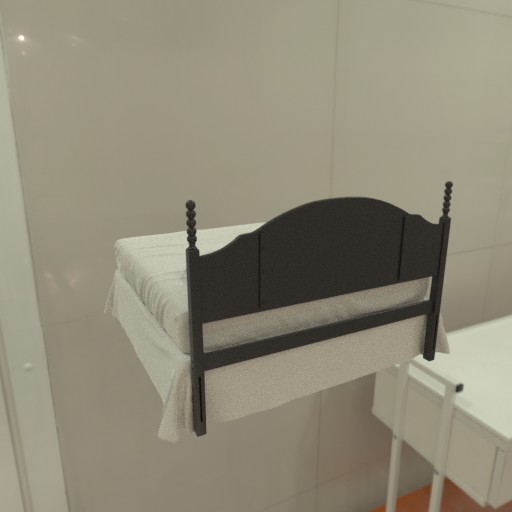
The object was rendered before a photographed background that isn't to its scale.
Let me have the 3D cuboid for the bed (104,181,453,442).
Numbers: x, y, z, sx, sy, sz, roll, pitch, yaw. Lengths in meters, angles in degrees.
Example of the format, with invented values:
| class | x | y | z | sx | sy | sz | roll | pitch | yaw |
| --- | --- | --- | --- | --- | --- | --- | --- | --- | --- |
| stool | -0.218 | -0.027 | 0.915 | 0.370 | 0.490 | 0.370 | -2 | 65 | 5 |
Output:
| class | x | y | z | sx | sy | sz | roll | pitch | yaw |
| --- | --- | --- | --- | --- | --- | --- | --- | --- | --- |
| bed | 0.000 | 0.000 | 3.710 | 2.322 | 1.355 | 2.219 | -8 | 18 | -26 |
